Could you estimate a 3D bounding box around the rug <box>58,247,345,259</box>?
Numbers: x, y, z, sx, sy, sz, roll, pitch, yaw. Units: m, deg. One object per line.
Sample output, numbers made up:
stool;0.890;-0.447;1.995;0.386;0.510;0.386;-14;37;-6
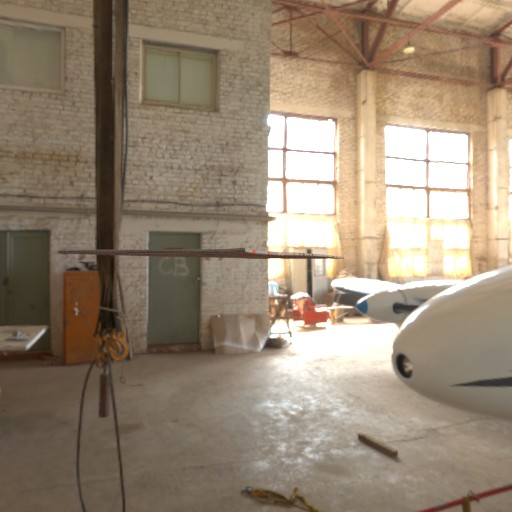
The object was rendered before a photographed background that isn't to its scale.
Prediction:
rug;0.000;0.000;2.658;0.744;0.022;2.419;0;-1;19
